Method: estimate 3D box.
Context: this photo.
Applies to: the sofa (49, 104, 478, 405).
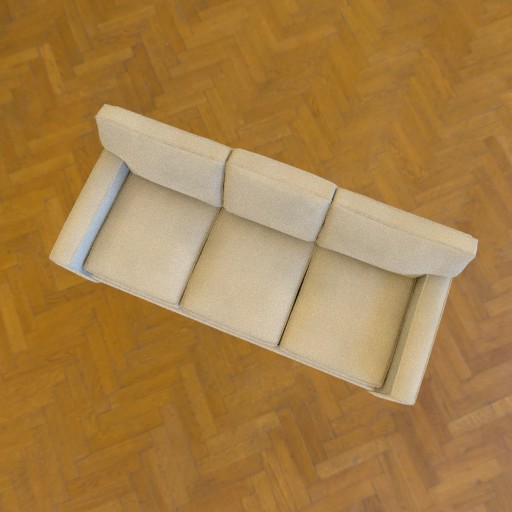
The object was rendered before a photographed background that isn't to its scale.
[{"bbox_3d":[0.000,0.000,2.541,2.088,0.862,0.935,21,77,5],"label":"sofa"}]
